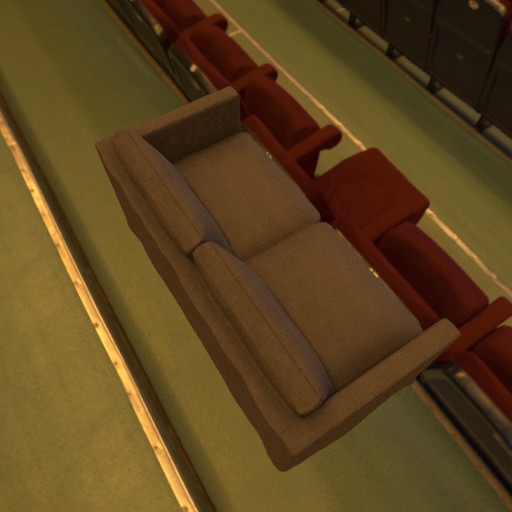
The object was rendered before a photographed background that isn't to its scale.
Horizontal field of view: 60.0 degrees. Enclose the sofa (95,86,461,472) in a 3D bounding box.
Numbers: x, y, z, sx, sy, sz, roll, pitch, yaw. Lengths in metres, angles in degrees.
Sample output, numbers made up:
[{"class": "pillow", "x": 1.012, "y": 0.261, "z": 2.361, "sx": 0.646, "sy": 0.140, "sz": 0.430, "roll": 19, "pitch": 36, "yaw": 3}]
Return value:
[{"class": "sofa", "x": 0.000, "y": 0.000, "z": 2.468, "sx": 0.953, "sy": 0.855, "sz": 1.982, "roll": -29, "pitch": 64, "yaw": -16}]
